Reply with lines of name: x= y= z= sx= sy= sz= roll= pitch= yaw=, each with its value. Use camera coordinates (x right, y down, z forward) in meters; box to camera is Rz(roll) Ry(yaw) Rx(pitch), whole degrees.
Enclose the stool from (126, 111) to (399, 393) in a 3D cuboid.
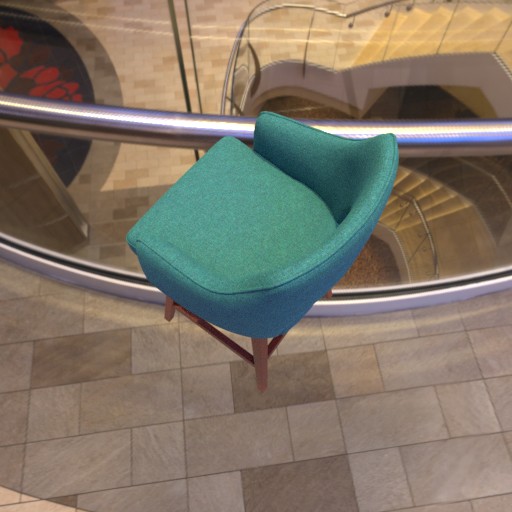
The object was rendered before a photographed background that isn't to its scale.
stool: x=0.000 y=0.000 z=1.317 sx=0.556 sy=0.961 sz=0.548 roll=33 pitch=68 yaw=16
